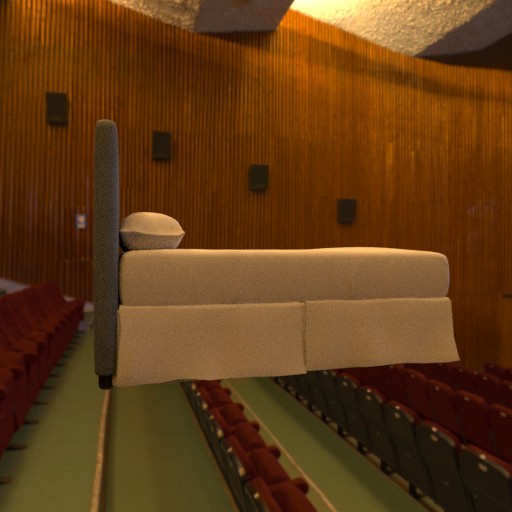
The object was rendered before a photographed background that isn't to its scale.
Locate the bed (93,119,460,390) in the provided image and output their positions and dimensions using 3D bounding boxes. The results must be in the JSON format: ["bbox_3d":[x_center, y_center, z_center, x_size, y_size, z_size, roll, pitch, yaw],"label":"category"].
[{"bbox_3d":[0.000,0.000,3.194,2.142,1.330,1.713,0,0,-17],"label":"bed"}]
